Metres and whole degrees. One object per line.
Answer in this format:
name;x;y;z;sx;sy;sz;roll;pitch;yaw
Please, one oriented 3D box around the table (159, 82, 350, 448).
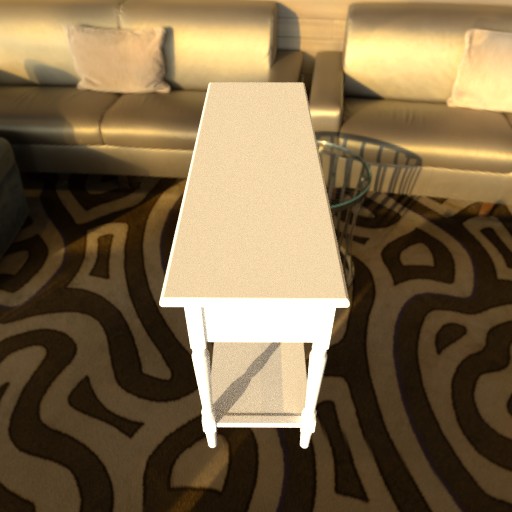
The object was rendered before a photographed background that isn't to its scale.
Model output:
table;0.000;0.000;1.604;0.386;0.814;1.191;0;42;0
